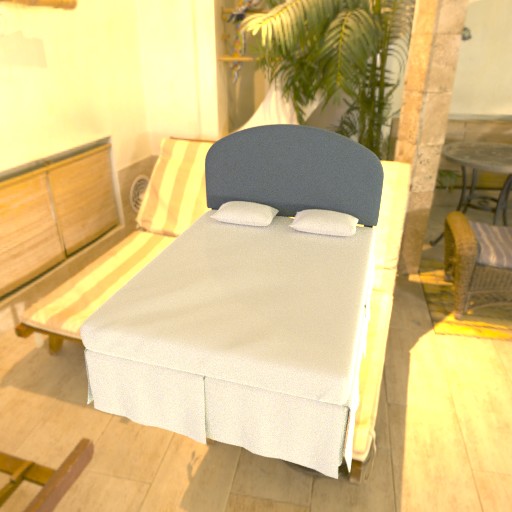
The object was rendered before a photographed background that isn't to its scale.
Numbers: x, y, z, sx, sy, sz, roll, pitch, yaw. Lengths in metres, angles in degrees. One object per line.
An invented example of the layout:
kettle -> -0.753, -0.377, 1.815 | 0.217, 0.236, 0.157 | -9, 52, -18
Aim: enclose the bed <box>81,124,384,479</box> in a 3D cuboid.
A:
bed -> 0.000, 0.000, 3.019 | 1.607, 1.410, 2.005 | 8, 28, 15
